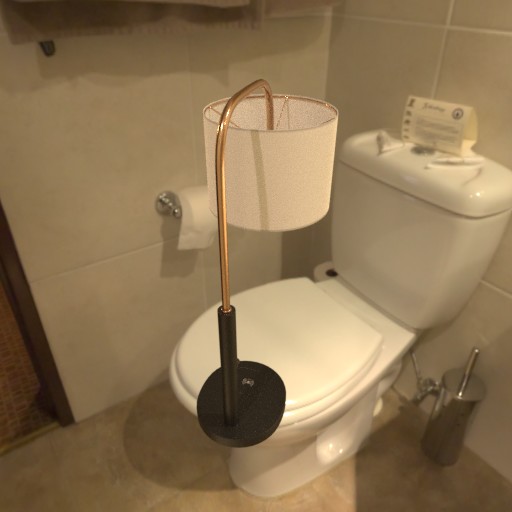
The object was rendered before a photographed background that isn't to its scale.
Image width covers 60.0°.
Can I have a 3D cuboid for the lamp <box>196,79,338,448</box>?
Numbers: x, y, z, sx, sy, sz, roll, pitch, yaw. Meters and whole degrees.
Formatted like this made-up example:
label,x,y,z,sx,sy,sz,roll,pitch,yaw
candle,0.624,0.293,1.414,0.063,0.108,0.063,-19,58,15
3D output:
label,x,y,z,sx,sy,sz,roll,pitch,yaw
lamp,0.000,0.000,0.720,0.199,0.540,0.337,10,34,15
